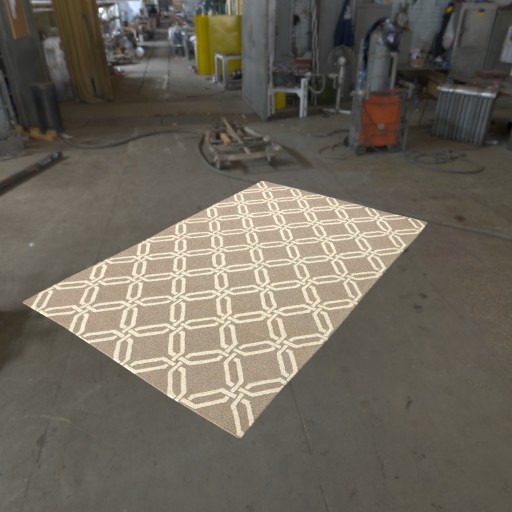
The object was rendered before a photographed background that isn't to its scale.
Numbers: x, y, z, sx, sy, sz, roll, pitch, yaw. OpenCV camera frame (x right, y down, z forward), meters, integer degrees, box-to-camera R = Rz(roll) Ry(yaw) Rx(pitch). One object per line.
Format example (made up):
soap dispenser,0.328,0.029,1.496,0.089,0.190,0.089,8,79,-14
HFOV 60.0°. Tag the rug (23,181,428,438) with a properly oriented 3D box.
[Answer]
rug,0.000,0.000,2.157,1.142,0.010,1.748,20,35,30
